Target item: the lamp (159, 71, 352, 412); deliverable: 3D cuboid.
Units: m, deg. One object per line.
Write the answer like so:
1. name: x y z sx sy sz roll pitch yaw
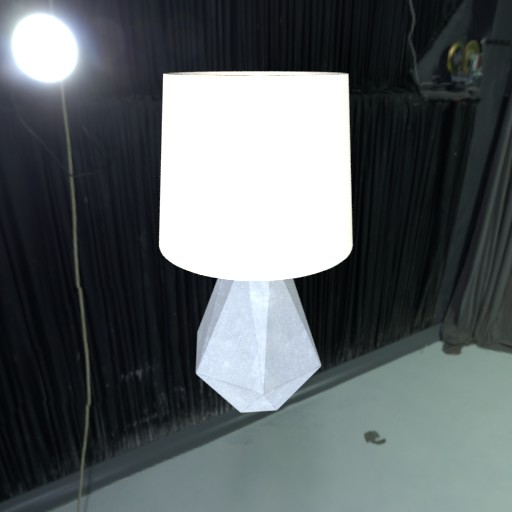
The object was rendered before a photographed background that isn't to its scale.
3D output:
1. lamp: 0.000 0.000 0.657 0.276 0.501 0.276 0 24 0
